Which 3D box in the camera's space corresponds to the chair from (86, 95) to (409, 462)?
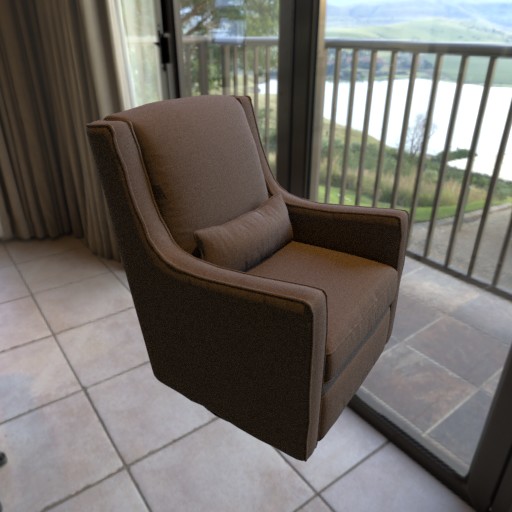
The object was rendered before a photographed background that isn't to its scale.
[{"bbox_3d":[0.000,0.000,1.564,0.879,0.993,0.732,18,33,30],"label":"chair"}]
